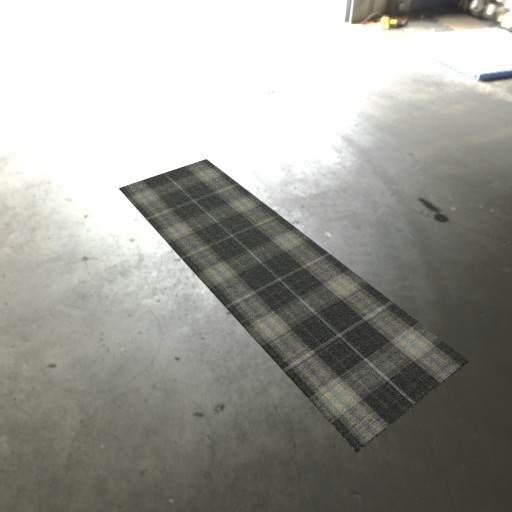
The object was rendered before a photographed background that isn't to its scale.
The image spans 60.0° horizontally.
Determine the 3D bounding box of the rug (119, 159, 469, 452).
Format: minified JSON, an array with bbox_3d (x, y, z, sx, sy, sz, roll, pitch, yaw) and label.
[{"bbox_3d":[0.000,0.000,2.695,0.760,0.012,2.434,-25,47,-26],"label":"rug"}]
